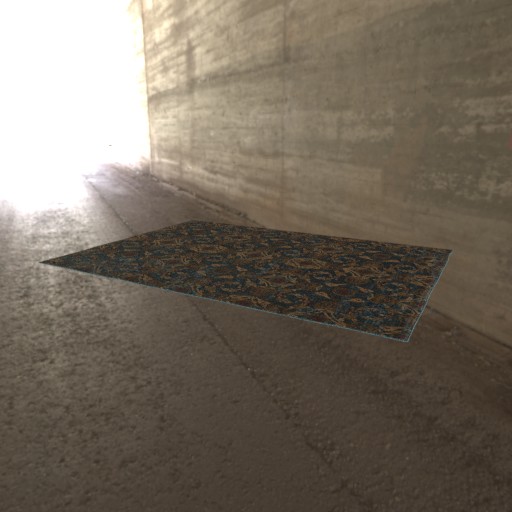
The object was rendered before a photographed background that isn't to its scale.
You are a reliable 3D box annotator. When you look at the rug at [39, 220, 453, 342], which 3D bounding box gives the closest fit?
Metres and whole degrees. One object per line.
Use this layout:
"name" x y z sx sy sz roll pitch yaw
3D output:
"rug" 0.000 0.000 4.295 3.291 0.013 2.337 9 18 28
